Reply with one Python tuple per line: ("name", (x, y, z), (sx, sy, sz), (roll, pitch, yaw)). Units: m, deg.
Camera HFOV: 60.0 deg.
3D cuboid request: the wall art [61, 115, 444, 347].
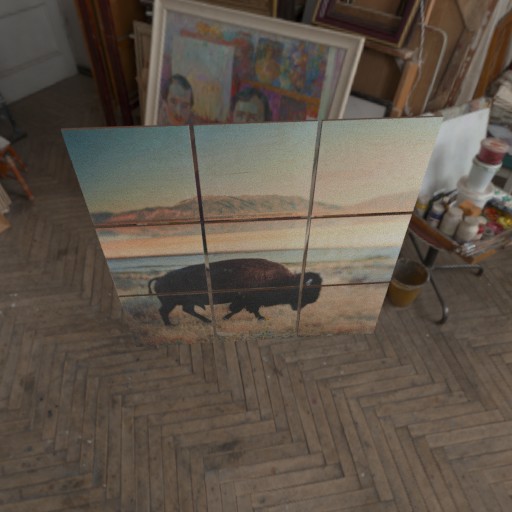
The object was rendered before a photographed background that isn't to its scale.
("wall art", (0.000, 0.000, 2.323), (1.533, 1.532, 0.019), (-3, 46, -3))
